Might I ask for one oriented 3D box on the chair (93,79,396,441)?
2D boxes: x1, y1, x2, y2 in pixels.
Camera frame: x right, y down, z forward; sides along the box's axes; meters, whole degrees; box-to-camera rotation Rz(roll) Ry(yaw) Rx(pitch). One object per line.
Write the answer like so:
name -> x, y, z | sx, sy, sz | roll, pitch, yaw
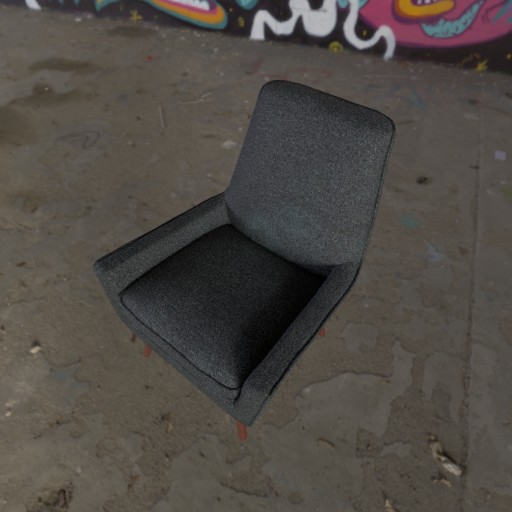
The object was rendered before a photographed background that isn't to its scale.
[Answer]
chair -> 0.000, 0.000, 1.549 | 0.763, 0.883, 0.859 | 31, 53, 27
